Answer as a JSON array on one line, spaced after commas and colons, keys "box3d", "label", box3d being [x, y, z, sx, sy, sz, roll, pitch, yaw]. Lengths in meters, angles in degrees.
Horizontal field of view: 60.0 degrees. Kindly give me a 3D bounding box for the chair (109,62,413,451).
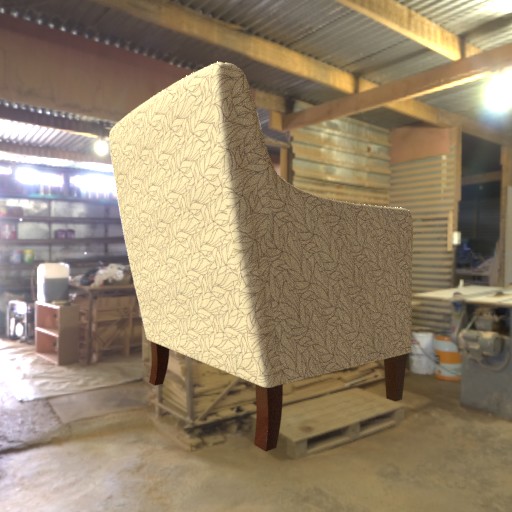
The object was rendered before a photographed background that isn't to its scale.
[{"box3d": [0.000, 0.000, 1.293, 0.651, 0.816, 0.623, -1, 2, -37], "label": "chair"}]
